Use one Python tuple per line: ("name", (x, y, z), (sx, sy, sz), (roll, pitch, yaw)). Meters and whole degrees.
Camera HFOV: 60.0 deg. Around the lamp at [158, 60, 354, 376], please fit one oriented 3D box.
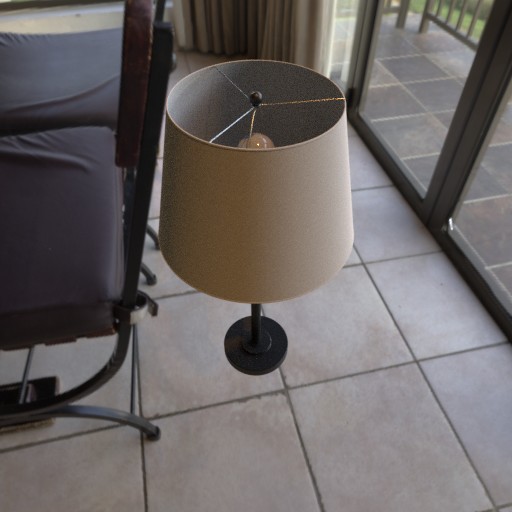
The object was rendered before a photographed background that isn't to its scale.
("lamp", (0.000, 0.000, 0.893), (0.363, 0.696, 0.363), (0, 47, 0))
